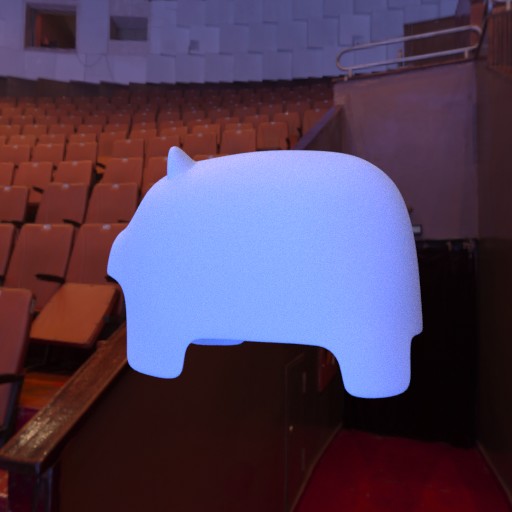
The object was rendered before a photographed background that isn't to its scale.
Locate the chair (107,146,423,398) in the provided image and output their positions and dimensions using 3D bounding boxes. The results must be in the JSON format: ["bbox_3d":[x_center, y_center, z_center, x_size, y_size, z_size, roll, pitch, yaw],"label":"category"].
[{"bbox_3d":[0.000,0.000,0.881,0.619,0.423,0.364,0,-1,18],"label":"chair"}]
